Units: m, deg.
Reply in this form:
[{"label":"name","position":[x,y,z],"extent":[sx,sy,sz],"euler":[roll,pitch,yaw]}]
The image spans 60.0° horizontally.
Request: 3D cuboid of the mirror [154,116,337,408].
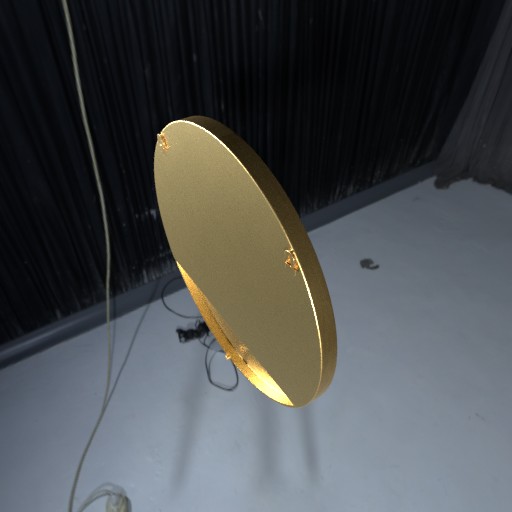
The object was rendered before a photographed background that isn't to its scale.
[{"label":"mirror","position":[0.000,0.000,0.705],"extent":[0.133,0.457,0.457],"euler":[-25,48,-25]}]
